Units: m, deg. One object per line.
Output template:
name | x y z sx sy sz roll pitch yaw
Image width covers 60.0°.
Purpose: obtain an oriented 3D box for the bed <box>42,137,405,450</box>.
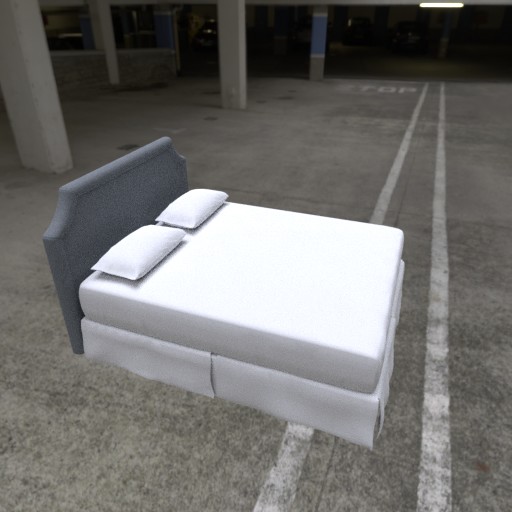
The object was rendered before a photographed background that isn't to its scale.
bed | 0.000 0.000 3.396 2.259 1.296 1.811 11 32 18
